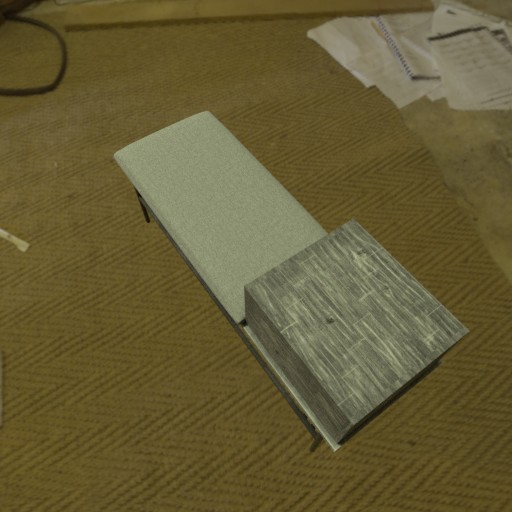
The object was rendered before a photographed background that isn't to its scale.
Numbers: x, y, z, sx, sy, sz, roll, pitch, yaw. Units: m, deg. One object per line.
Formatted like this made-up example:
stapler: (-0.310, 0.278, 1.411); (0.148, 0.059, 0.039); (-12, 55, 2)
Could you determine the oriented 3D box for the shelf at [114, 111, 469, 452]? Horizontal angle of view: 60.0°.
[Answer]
shelf: (0.000, 0.000, 1.620); (0.457, 0.633, 1.342); (-31, 63, -18)
